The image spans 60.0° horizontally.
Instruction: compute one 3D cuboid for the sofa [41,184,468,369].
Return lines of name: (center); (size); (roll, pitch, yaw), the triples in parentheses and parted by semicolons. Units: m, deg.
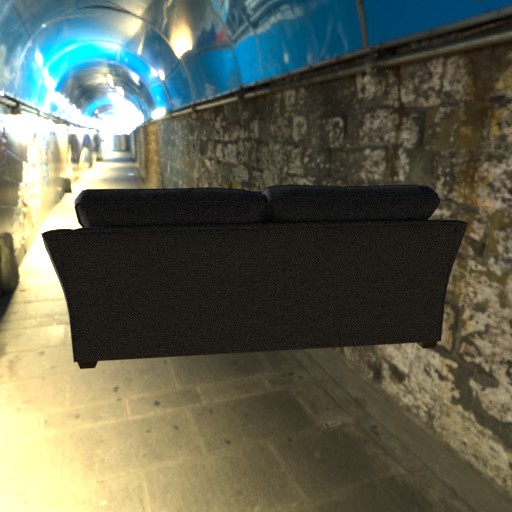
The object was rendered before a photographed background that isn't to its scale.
sofa: (0.000, 0.000, 2.812); (2.270, 0.950, 0.971); (-2, 15, -7)
